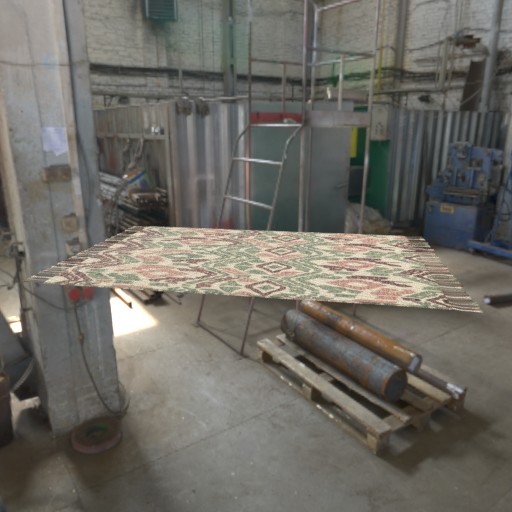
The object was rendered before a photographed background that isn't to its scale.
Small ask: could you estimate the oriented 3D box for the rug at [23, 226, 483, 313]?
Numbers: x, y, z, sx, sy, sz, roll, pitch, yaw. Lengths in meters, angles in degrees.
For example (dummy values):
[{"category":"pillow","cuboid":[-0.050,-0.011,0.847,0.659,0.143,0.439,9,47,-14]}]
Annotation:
[{"category":"rug","cuboid":[0.000,0.000,2.988,2.438,0.011,1.524,3,16,9]}]
